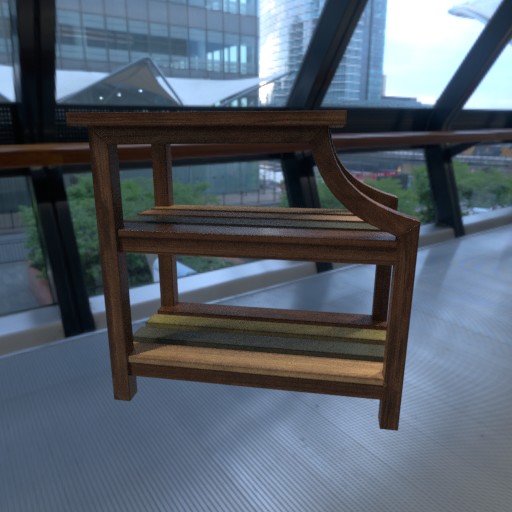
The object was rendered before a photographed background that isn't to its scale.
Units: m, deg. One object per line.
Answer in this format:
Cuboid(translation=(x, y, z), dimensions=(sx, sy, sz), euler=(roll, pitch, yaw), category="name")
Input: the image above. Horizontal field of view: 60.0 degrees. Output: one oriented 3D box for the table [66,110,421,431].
Cuboid(translation=(0.000, 0.000, 0.965), dimensions=(0.609, 0.584, 0.356), euler=(3, 16, 10), category="table")
